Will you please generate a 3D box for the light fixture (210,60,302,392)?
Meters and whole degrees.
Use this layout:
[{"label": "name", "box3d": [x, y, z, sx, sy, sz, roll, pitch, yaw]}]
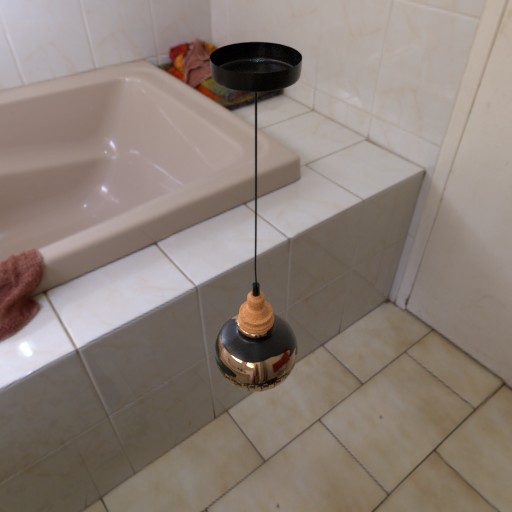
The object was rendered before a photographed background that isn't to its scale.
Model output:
[{"label": "light fixture", "box3d": [0.000, 0.000, 1.859, 0.430, 1.606, 0.430, -25, 48, -25]}]
